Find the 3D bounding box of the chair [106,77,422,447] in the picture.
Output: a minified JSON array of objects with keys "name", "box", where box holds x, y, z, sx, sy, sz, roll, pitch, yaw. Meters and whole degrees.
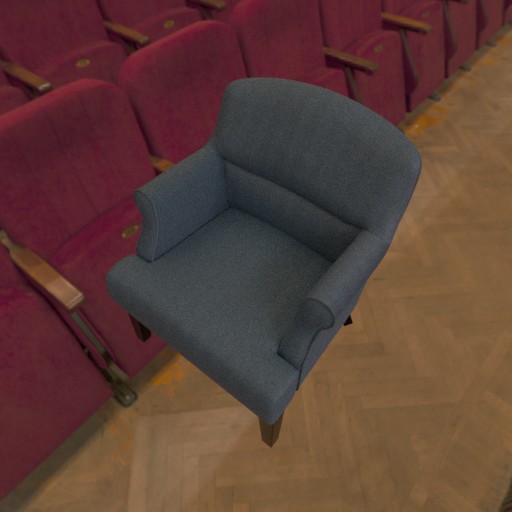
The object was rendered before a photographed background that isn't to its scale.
[{"name":"chair","box":[0.000,0.000,1.479,0.770,0.878,0.754,31,55,25]}]
